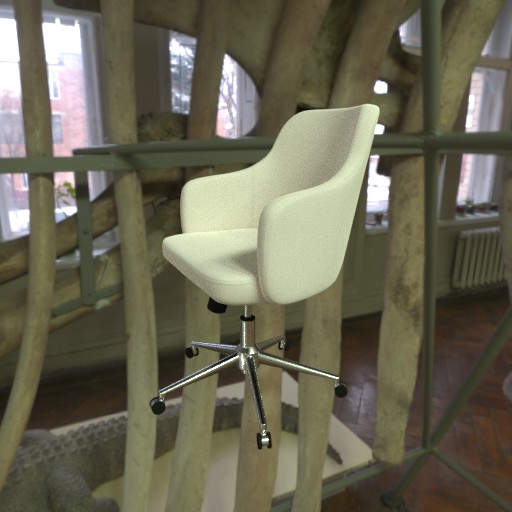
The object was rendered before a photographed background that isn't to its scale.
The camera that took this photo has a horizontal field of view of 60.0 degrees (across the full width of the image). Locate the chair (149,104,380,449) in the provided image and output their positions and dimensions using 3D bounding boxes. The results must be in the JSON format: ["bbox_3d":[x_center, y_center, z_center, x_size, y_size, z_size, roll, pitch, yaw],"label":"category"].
[{"bbox_3d":[0.000,0.000,1.259,0.647,0.819,0.602,-7,16,-26],"label":"chair"}]
